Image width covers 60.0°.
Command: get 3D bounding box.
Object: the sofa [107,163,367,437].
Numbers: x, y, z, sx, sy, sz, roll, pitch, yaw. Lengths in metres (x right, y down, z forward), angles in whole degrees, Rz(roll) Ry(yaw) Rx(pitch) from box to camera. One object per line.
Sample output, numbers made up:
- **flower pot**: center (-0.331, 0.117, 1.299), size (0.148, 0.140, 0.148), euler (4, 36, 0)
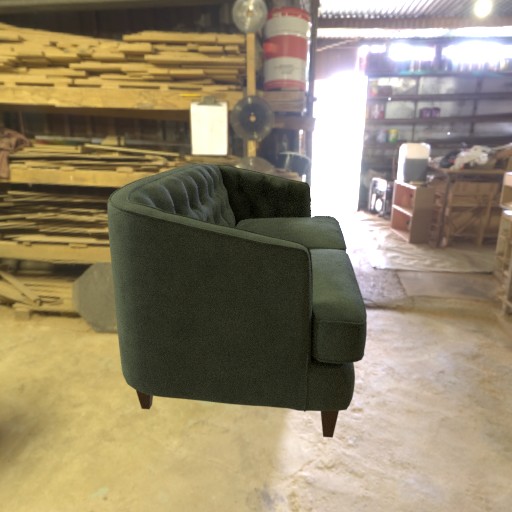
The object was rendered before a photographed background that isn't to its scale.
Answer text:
- **sofa**: center (0.000, 0.000, 2.270), size (0.941, 0.855, 1.733), euler (2, 16, 6)
